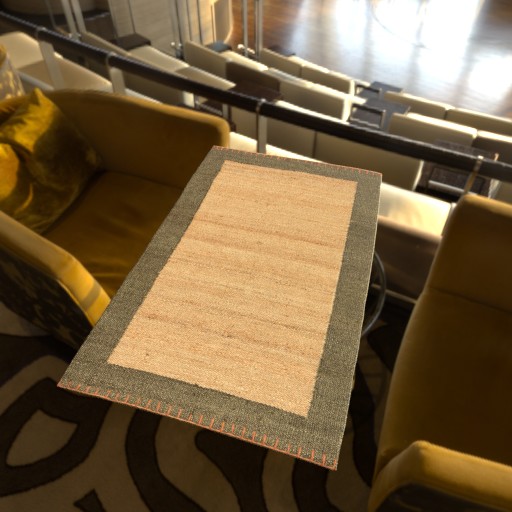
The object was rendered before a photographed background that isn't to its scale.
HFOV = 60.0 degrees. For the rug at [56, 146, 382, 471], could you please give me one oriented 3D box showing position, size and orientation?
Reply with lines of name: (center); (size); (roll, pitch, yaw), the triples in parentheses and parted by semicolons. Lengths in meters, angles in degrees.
rug: (0.000, 0.000, 3.003); (1.521, 0.006, 2.435); (12, 47, 11)
